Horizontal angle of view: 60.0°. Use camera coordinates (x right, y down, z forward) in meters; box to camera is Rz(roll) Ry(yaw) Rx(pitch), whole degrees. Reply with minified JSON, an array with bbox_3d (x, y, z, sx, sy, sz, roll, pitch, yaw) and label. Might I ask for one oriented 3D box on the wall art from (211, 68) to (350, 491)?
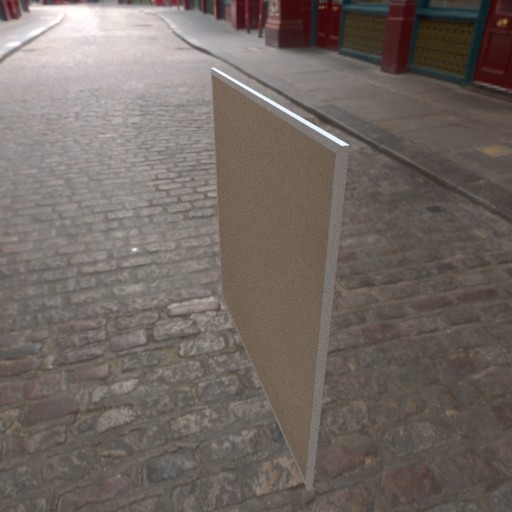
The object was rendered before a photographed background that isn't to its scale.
[{"bbox_3d":[0.000,0.000,0.651,0.007,0.456,0.456,-9,32,-16],"label":"wall art"}]
